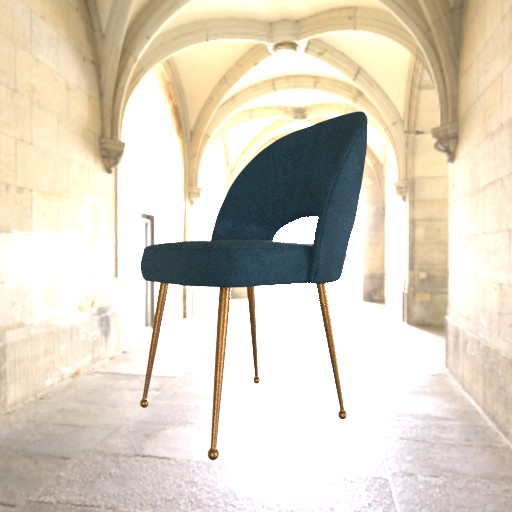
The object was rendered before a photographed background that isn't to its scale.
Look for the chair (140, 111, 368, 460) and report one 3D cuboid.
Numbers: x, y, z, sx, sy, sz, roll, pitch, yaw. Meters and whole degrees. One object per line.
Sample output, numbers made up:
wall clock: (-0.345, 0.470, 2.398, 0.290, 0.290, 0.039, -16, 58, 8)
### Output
chair: (0.000, 0.000, 1.240, 0.577, 0.860, 0.527, 0, 1, -35)
